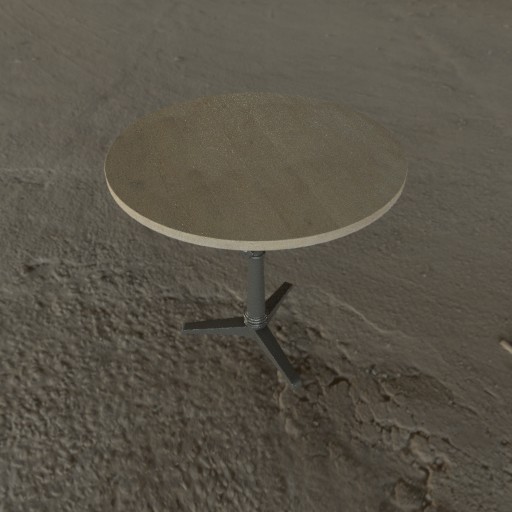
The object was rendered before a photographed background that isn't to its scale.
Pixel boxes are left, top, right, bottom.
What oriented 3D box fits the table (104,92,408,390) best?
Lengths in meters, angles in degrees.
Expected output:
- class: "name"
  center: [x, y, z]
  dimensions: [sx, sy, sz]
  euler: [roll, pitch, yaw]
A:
- class: "table"
  center: [0.000, 0.000, 1.463]
  dimensions: [0.800, 0.780, 0.800]
  euler: [0, 41, 0]
